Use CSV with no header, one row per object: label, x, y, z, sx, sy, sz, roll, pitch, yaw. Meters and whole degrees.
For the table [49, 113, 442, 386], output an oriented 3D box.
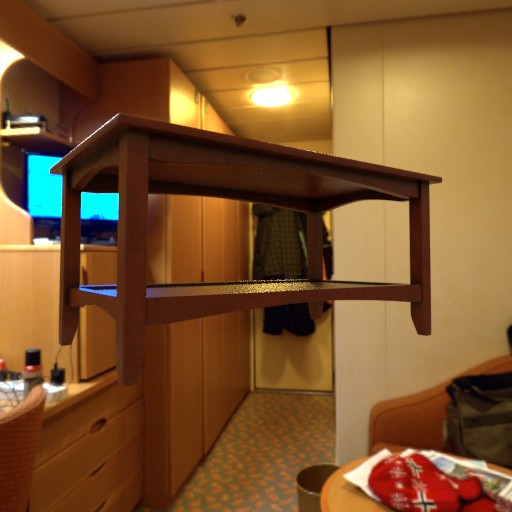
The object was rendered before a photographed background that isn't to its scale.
table,0.000,0.000,1.212,0.943,0.456,0.533,1,-1,-36
